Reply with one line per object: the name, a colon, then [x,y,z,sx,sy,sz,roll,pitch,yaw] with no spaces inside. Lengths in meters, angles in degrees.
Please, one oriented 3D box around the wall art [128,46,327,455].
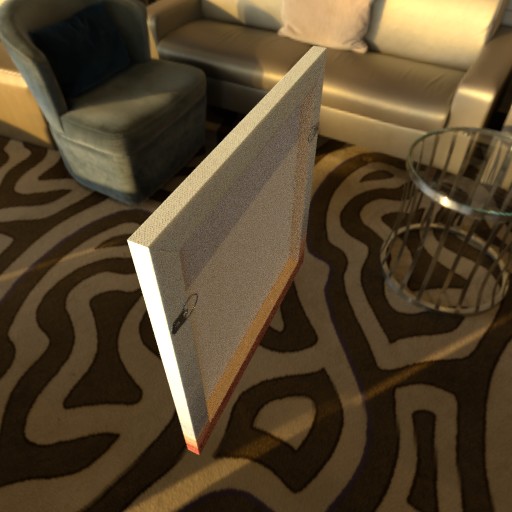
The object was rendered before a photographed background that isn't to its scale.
wall art: [0.000,0.000,0.890,0.034,0.605,0.605,18,49,17]
